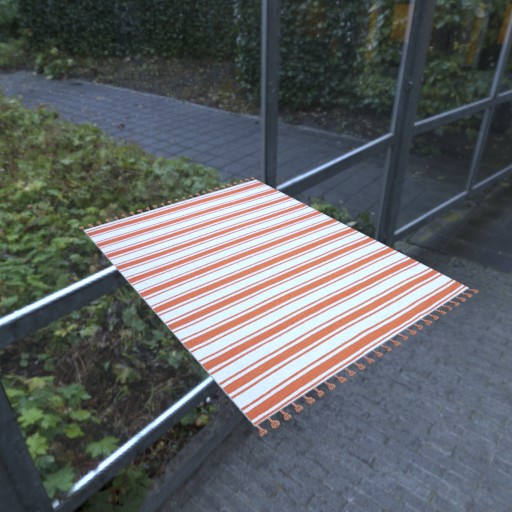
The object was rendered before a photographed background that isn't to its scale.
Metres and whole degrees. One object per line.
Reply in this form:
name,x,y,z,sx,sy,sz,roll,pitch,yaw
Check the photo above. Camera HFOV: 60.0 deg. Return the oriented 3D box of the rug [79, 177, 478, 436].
rug,0.000,0.000,4.459,2.451,0.035,3.369,-22,38,-31
